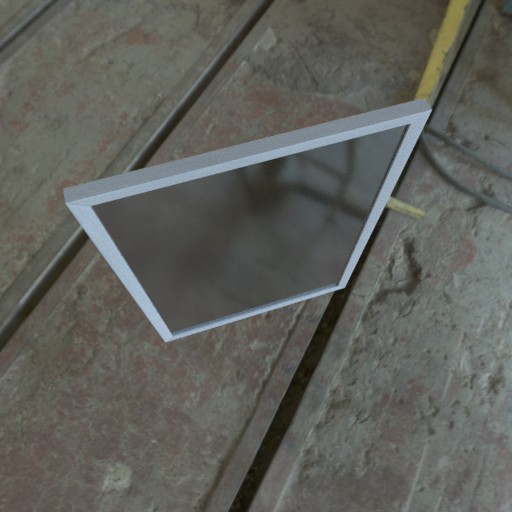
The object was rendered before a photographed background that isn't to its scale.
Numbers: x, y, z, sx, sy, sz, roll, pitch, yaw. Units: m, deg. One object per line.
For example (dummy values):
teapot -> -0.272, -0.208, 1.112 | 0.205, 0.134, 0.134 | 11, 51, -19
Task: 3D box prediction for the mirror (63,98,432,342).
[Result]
mirror -> 0.000, 0.000, 1.345 | 0.762, 1.016, 0.040 | -16, 65, -8
